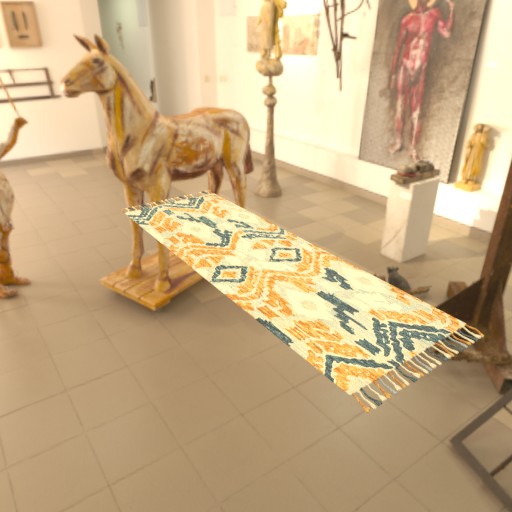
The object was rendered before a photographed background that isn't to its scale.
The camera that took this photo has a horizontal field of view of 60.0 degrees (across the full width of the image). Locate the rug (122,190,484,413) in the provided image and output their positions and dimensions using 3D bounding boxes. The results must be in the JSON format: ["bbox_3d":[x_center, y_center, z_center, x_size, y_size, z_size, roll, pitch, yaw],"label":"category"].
[{"bbox_3d":[0.000,0.000,2.638,0.783,0.010,2.437,-18,32,-31],"label":"rug"}]
